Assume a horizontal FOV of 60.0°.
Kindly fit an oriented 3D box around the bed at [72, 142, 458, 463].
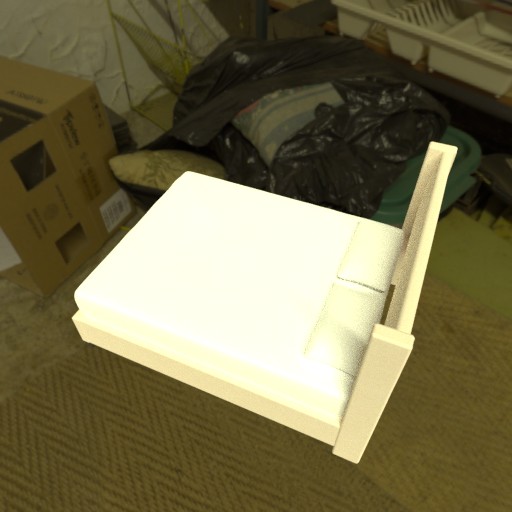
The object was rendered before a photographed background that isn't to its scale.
[{"bbox_3d":[0.000,0.000,3.370,2.293,1.471,1.778,18,49,16],"label":"bed"}]
